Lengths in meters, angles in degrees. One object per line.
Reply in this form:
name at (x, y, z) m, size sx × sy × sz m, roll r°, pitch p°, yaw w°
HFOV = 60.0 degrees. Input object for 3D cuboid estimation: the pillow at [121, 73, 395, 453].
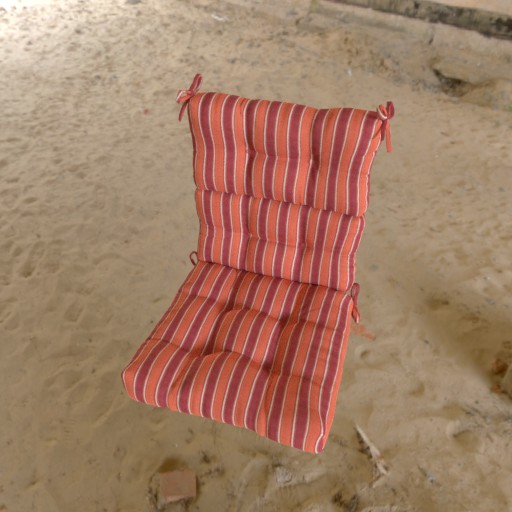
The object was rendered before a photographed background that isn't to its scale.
pillow at (0.000, 0.000, 1.012) m, size 0.519 × 0.605 × 0.571 m, roll 12°, pitch 42°, yaw 13°
